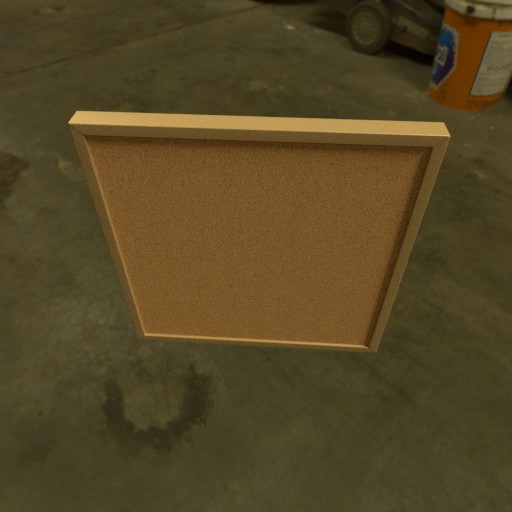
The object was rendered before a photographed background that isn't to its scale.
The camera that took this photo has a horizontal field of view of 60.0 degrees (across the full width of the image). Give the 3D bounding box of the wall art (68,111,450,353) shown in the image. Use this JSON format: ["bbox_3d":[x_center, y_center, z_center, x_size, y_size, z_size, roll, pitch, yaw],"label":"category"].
[{"bbox_3d":[0.000,0.000,0.779,0.509,0.509,0.036,3,45,3],"label":"wall art"}]
